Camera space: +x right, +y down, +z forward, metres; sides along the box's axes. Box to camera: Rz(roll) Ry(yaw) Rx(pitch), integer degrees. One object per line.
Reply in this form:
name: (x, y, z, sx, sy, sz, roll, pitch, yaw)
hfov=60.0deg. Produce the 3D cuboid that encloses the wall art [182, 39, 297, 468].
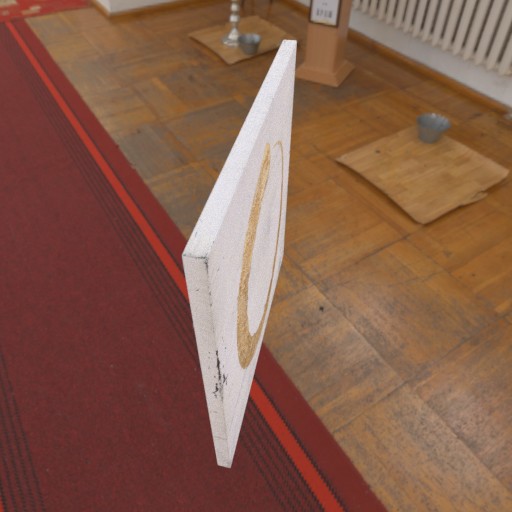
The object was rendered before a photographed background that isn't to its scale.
wall art: (0.000, 0.000, 1.101, 0.038, 0.762, 0.762, 9, 47, 9)
